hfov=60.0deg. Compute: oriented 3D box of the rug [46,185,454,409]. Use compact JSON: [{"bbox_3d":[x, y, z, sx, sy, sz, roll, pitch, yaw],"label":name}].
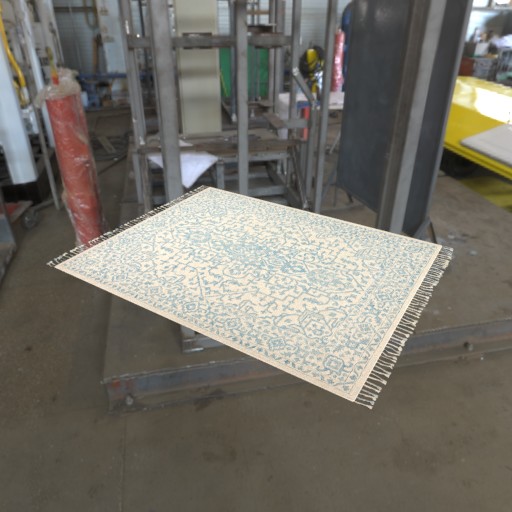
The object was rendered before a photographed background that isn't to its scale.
[{"bbox_3d":[0.000,0.000,4.439,3.327,0.010,2.464,18,35,28],"label":"rug"}]
